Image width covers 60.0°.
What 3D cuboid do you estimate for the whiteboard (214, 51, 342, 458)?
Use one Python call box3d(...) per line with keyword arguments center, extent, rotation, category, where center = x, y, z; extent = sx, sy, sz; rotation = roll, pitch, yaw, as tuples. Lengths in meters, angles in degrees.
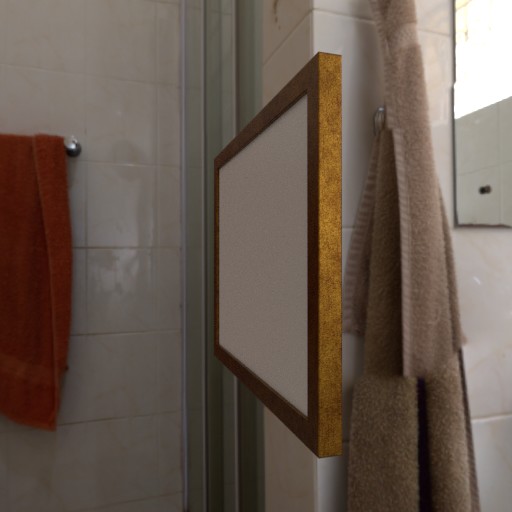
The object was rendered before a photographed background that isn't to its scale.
box3d(center=(0.000, 0.000, 0.770), extent=(0.029, 0.457, 0.561), rotation=(0, 0, -17), category="whiteboard")
